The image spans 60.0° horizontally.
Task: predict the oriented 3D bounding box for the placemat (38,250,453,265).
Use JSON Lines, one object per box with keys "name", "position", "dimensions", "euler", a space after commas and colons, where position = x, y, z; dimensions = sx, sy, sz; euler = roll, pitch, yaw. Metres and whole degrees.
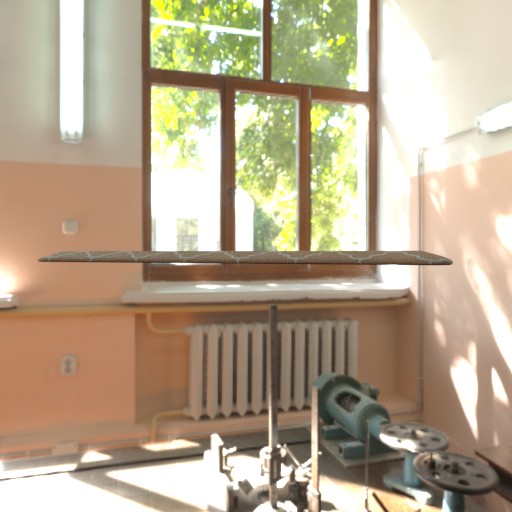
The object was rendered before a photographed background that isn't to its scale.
{"name": "placemat", "position": [0.000, 0.000, 0.977], "dimensions": [0.762, 0.021, 0.508], "euler": [0, 0, 19]}
